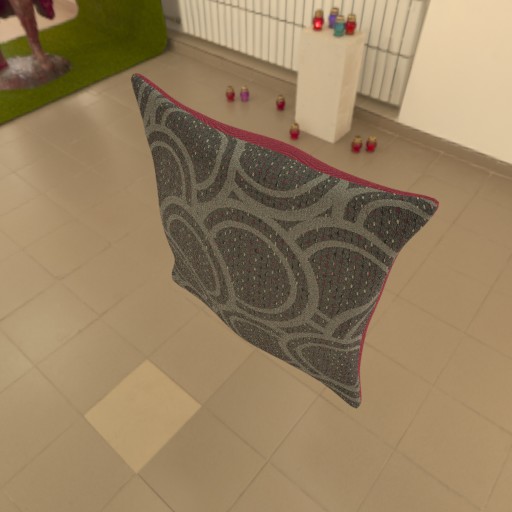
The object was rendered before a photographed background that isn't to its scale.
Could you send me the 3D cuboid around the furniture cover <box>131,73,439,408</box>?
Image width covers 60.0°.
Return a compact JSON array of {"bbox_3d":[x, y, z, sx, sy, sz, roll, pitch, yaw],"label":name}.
[{"bbox_3d":[0.000,0.000,0.781,0.514,0.513,0.163,31,54,26],"label":"furniture cover"}]
